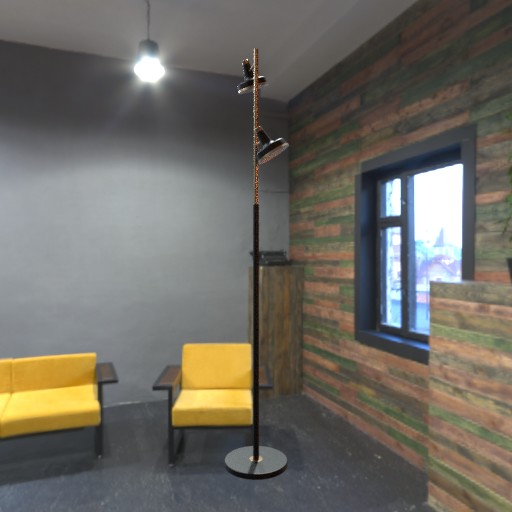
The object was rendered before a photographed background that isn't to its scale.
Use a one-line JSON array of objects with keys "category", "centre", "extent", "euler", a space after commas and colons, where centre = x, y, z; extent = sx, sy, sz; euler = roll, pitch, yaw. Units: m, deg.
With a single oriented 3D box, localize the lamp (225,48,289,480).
[{"category": "lamp", "centre": [0.000, 0.000, 1.787], "extent": [0.253, 1.674, 0.351], "euler": [0, -1, -19]}]
